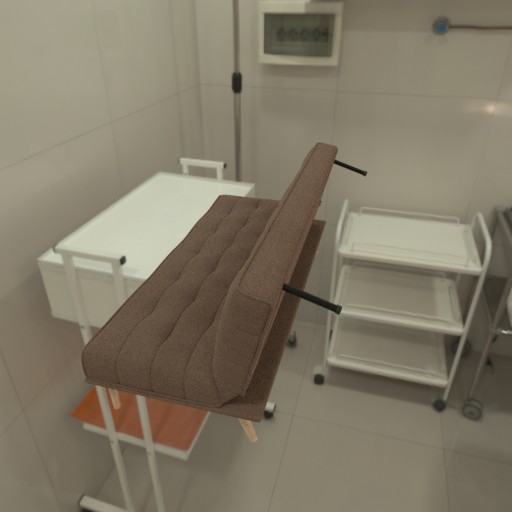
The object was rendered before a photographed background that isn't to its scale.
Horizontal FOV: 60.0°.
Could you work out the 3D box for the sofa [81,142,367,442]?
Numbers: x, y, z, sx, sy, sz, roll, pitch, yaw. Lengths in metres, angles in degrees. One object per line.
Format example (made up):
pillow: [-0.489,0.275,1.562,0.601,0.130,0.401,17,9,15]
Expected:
sofa: [0.000,0.000,2.425,1.038,0.810,1.820,8,31,14]
